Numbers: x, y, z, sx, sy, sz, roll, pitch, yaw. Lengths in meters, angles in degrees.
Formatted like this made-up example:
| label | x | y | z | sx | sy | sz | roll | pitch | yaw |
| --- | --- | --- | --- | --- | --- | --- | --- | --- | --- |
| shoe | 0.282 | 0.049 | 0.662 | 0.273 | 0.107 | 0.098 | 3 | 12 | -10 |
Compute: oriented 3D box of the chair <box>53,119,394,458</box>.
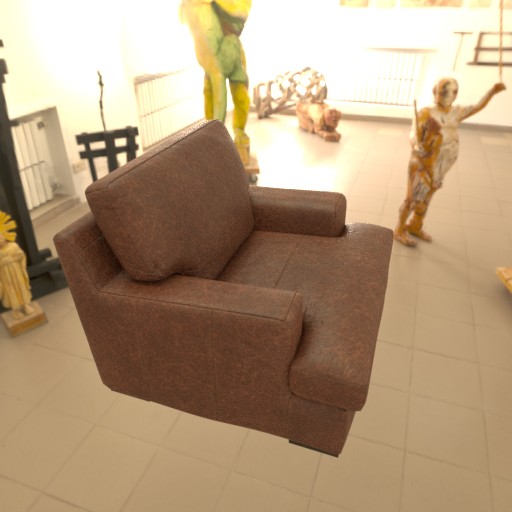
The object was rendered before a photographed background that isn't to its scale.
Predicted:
| label | x | y | z | sx | sy | sz | roll | pitch | yaw |
| --- | --- | --- | --- | --- | --- | --- | --- | --- | --- |
| chair | 0.000 | 0.000 | 1.970 | 1.143 | 0.939 | 1.168 | 10 | 32 | 16 |
